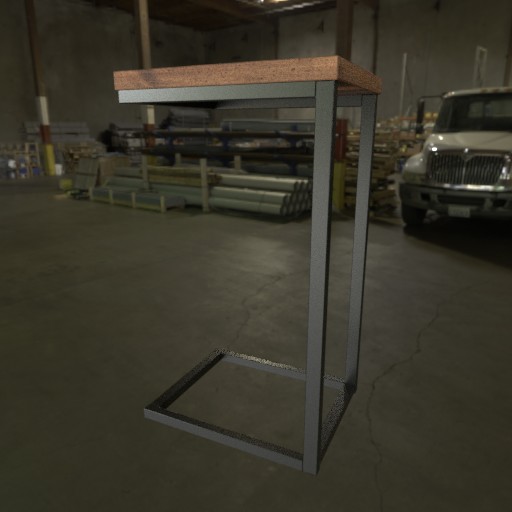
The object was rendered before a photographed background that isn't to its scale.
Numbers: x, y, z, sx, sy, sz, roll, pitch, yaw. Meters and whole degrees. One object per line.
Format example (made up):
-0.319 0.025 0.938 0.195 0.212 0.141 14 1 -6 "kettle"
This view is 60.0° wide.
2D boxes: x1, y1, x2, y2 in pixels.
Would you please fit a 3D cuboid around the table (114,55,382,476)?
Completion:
0.000 0.000 0.944 0.414 0.718 0.323 8 18 25 "table"
